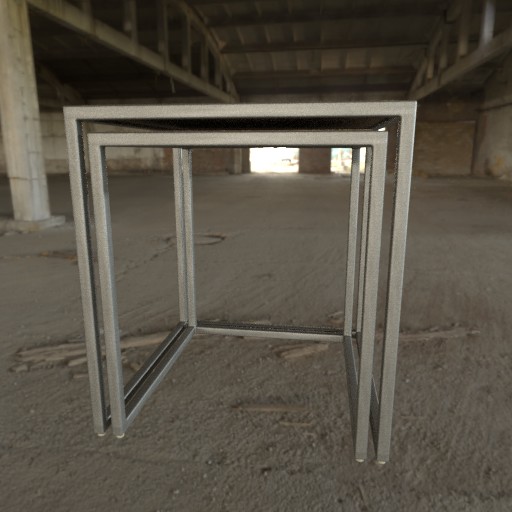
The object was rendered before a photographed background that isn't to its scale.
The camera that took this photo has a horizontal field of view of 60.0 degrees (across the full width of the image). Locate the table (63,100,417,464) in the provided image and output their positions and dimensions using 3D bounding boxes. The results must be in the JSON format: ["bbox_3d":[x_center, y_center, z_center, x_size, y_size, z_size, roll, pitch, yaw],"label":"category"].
[{"bbox_3d":[0.000,0.000,0.824,0.450,0.500,0.449,2,13,8],"label":"table"}]
